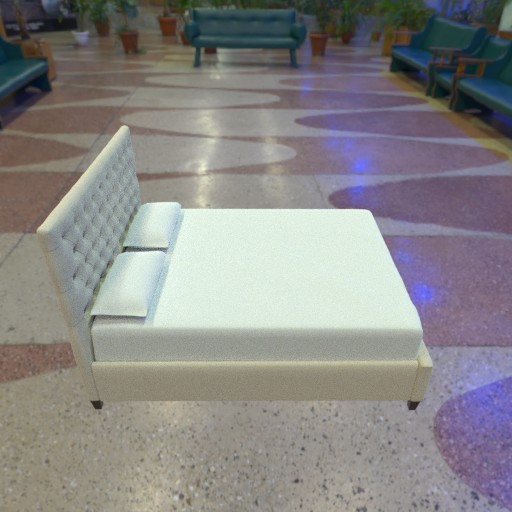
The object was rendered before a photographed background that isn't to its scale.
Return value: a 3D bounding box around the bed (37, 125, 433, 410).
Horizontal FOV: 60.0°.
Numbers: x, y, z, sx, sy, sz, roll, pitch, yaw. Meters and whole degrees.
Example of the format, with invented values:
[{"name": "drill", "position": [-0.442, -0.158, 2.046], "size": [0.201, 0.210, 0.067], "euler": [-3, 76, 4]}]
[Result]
[{"name": "bed", "position": [0.000, 0.000, 3.288], "size": [2.233, 1.426, 1.696], "euler": [0, 34, 0]}]
